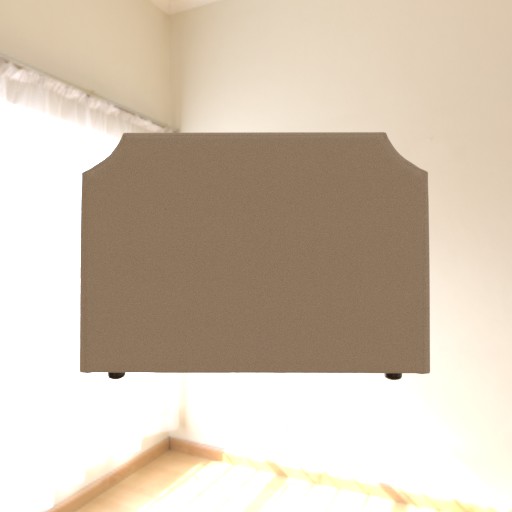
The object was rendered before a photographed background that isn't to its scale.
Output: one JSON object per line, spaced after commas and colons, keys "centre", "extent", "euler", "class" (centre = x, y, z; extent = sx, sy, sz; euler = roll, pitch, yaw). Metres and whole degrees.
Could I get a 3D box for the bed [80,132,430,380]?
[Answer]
{"centre": [0.000, 0.000, 3.360], "extent": [1.828, 1.297, 2.164], "euler": [0, 0, 0], "class": "bed"}
